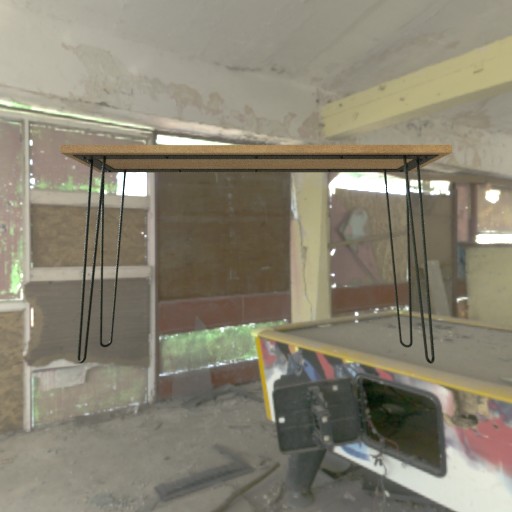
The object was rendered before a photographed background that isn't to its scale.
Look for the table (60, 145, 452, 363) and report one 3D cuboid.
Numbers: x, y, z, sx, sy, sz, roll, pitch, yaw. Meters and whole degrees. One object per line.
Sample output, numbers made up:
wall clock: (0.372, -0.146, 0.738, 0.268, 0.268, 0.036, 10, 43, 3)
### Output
table: (0.000, 0.000, 1.786, 1.400, 0.799, 0.399, 0, 1, 0)
